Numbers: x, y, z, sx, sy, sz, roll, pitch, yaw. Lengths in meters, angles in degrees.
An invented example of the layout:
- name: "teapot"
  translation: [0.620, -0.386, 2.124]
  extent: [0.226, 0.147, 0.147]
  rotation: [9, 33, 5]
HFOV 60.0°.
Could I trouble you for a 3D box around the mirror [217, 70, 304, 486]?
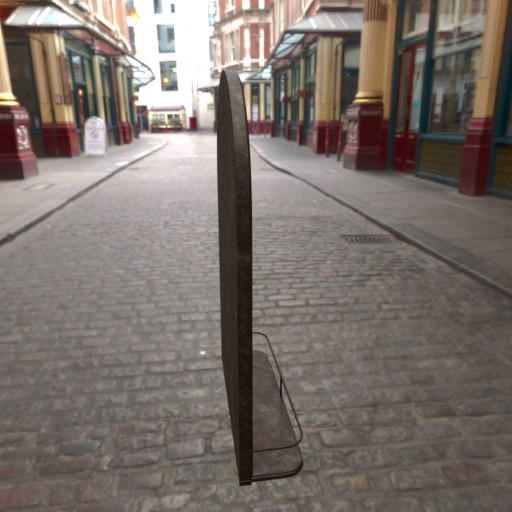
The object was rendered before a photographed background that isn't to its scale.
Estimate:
- name: "mirror"
  translation: [0.000, 0.000, 0.995]
  extent: [0.137, 0.770, 0.510]
  rotation: [-2, 17, -8]
